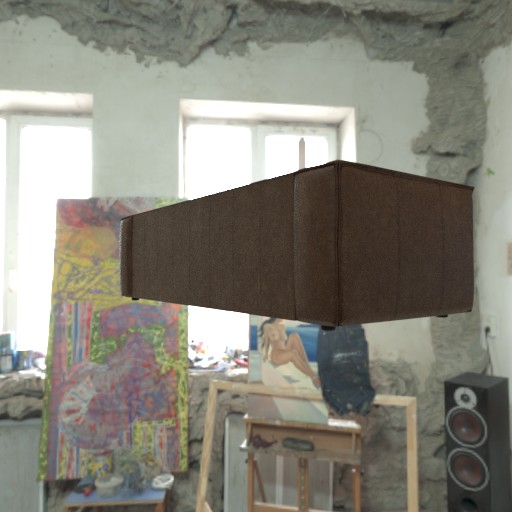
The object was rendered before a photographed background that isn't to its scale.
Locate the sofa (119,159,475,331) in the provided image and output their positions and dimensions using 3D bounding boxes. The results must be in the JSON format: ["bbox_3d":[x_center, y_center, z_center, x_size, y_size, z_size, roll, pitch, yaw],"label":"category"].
[{"bbox_3d":[0.000,0.000,3.058,1.102,0.701,2.581,1,-2,-36],"label":"sofa"}]
